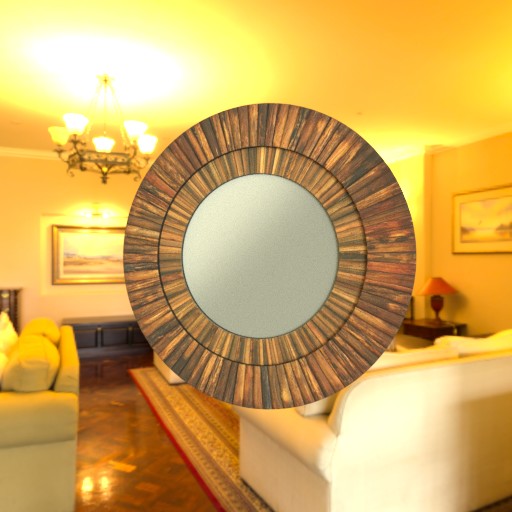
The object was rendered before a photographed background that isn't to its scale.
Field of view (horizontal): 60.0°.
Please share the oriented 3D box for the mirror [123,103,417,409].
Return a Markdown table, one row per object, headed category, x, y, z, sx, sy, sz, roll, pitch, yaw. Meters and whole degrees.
| category | x | y | z | sx | sy | sz | roll | pitch | yaw |
| --- | --- | --- | --- | --- | --- | --- | --- | --- | --- |
| mirror | 0.000 | 0.000 | 1.583 | 1.077 | 1.077 | 0.036 | 0 | 0 | 18 |
